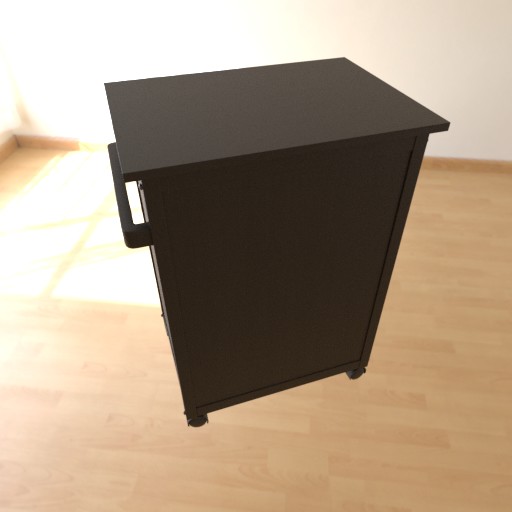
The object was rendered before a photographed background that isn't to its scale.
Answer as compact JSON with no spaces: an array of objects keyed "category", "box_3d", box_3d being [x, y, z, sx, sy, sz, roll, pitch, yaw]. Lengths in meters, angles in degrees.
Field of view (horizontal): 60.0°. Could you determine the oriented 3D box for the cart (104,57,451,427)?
[{"category":"cart","box_3d":[0.000,0.000,1.246,0.660,0.879,0.456,-12,42,-14]}]
